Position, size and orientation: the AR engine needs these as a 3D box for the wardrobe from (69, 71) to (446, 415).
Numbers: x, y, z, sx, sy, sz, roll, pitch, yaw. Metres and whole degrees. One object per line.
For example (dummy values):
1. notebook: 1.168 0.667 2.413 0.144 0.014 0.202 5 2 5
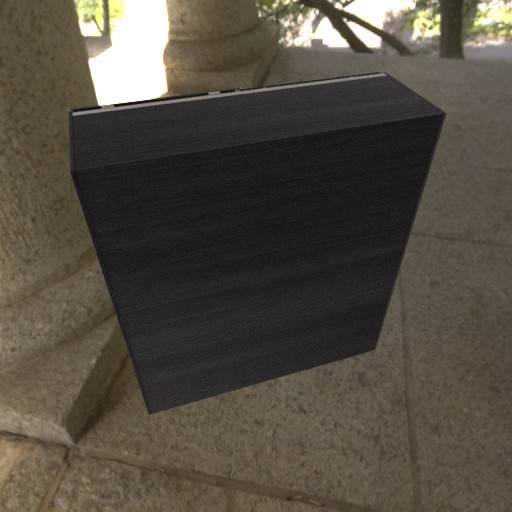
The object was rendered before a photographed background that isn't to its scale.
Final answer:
1. wardrobe: 0.000 0.000 2.864 1.780 1.960 0.629 -12 43 -13
